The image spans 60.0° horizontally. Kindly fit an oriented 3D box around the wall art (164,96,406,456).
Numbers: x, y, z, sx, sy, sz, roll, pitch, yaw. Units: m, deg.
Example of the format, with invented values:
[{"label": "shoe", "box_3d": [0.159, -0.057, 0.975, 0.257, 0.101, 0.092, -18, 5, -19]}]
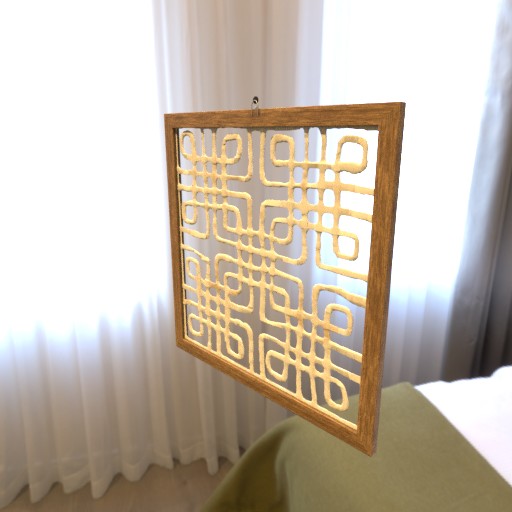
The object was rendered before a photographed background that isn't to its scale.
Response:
[{"label": "wall art", "box_3d": [0.000, 0.000, 0.857, 0.021, 0.582, 0.561, -15, 21, -43]}]
